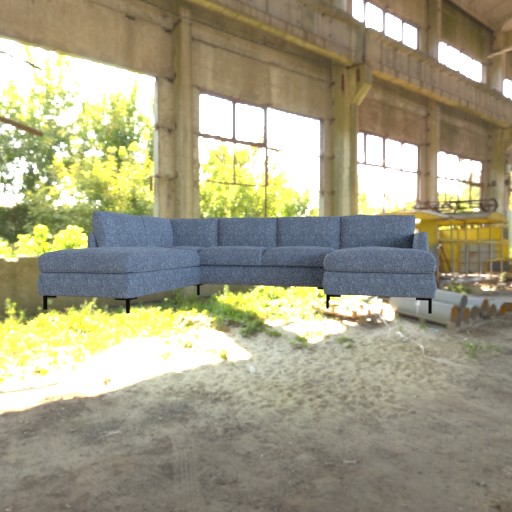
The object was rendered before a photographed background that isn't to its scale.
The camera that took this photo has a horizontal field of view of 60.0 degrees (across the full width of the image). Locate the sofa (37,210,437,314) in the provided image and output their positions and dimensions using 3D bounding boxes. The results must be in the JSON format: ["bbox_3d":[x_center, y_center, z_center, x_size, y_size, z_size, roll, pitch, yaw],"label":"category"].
[{"bbox_3d":[0.000,0.000,3.664,2.737,0.756,1.879,0,2,17],"label":"sofa"}]
